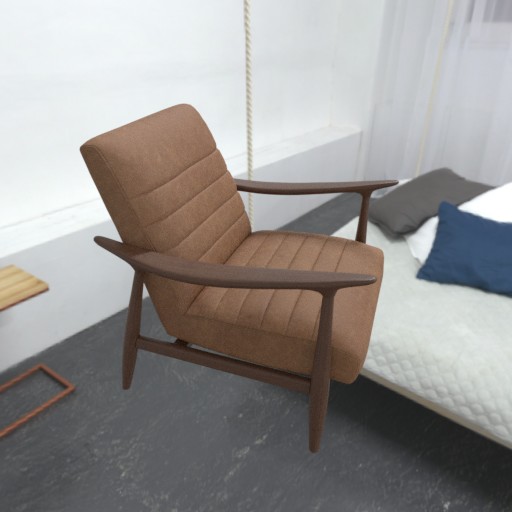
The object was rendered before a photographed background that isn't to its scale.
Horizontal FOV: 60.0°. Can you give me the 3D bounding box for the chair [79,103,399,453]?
[{"bbox_3d":[0.000,0.000,1.443,0.798,0.832,0.741,10,31,17],"label":"chair"}]
